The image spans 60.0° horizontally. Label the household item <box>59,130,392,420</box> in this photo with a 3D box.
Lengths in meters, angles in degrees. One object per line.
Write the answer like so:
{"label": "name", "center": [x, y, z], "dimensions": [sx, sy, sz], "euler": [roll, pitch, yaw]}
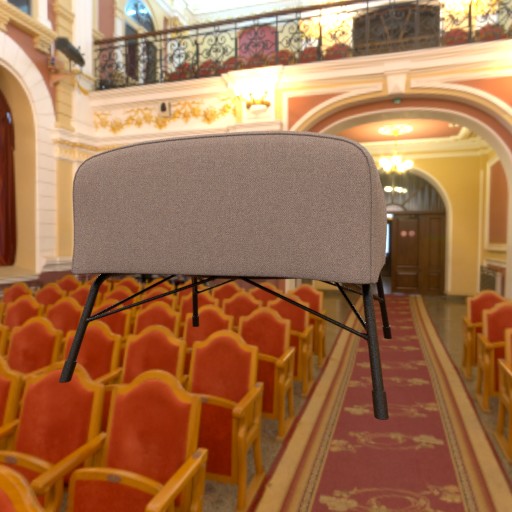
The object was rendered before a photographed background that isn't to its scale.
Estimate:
{"label": "household item", "center": [0.000, 0.000, 0.904], "dimensions": [0.530, 0.410, 0.530], "euler": [1, 2, 18]}
